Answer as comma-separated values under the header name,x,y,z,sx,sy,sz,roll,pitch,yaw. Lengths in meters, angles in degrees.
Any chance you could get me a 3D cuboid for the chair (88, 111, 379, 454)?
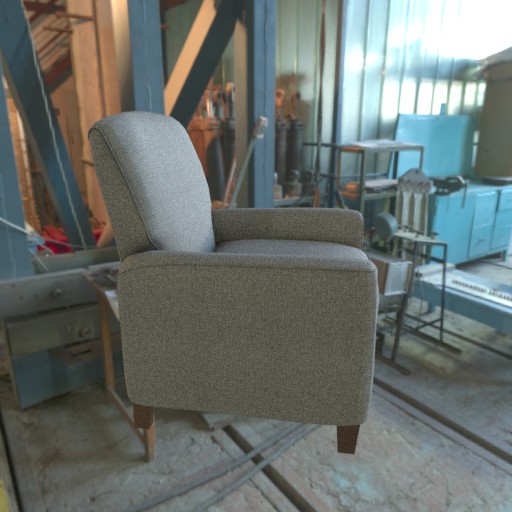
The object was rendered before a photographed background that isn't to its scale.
name,x,y,z,sx,sy,sz,roll,pitch,yaw
chair,0.000,0.000,1.625,0.864,1.014,0.848,3,17,9
